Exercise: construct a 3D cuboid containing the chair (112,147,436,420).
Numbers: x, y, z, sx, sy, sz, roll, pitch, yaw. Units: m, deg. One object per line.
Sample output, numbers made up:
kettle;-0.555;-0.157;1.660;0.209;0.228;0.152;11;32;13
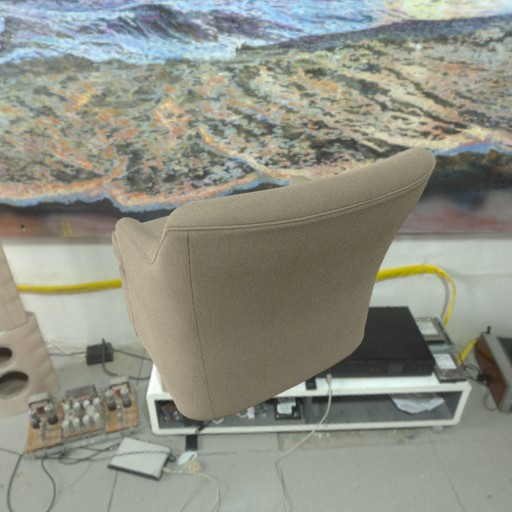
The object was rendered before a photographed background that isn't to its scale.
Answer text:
chair;0.000;0.000;1.557;0.864;0.856;0.923;-18;36;-28
